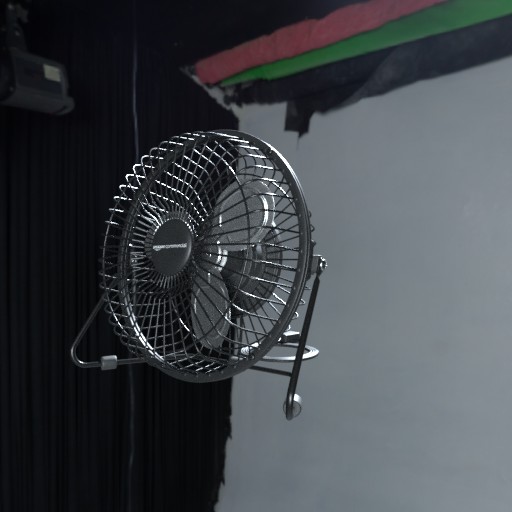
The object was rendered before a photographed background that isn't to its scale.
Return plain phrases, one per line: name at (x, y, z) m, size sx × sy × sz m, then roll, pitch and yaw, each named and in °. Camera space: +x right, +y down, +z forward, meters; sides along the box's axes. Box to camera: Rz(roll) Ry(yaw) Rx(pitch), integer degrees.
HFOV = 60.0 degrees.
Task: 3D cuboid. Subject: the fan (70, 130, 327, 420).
fan at (0.000, 0.000, 0.383) m, size 0.209 × 0.188 × 0.227 m, roll 0°, pitch 0°, yaw 36°
